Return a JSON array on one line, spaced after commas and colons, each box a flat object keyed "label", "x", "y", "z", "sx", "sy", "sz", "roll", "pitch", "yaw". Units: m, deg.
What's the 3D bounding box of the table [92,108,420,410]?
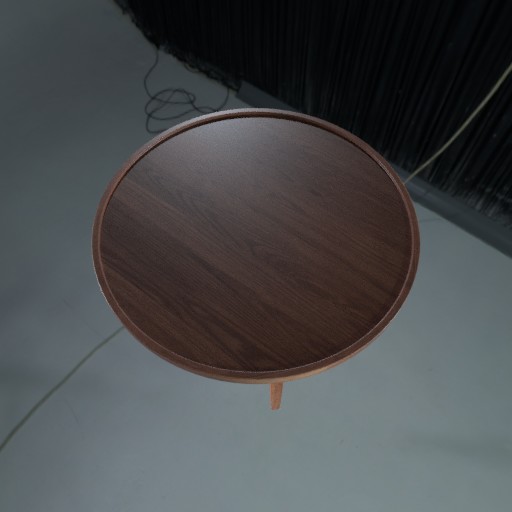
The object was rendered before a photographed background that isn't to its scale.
[{"label": "table", "x": 0.000, "y": 0.000, "z": 1.251, "sx": 0.800, "sy": 0.360, "sz": 0.800, "roll": 0, "pitch": 59, "yaw": 0}]
